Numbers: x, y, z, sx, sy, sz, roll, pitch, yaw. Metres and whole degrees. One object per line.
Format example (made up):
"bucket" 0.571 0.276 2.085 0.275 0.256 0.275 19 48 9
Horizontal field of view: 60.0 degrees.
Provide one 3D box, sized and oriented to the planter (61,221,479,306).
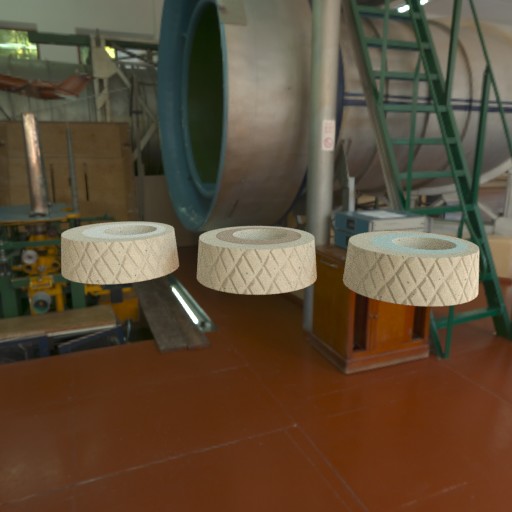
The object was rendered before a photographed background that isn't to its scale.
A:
"planter" 0.000 0.000 0.418 0.390 0.038 0.114 3 15 11
